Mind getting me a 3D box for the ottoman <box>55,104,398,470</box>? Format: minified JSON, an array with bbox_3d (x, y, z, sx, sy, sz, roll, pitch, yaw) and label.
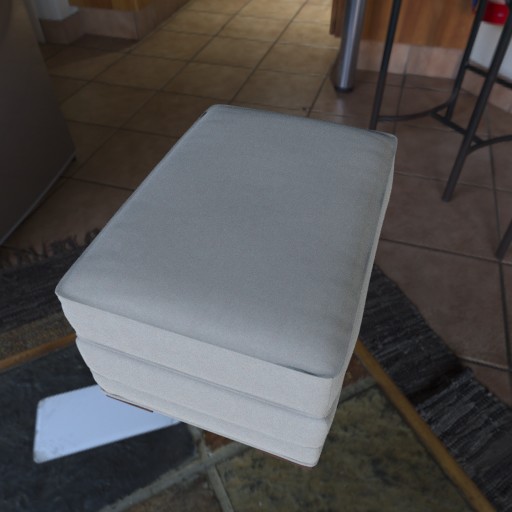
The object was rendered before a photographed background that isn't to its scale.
[{"bbox_3d":[0.000,0.000,1.210,0.611,0.482,0.848,14,48,13],"label":"ottoman"}]
